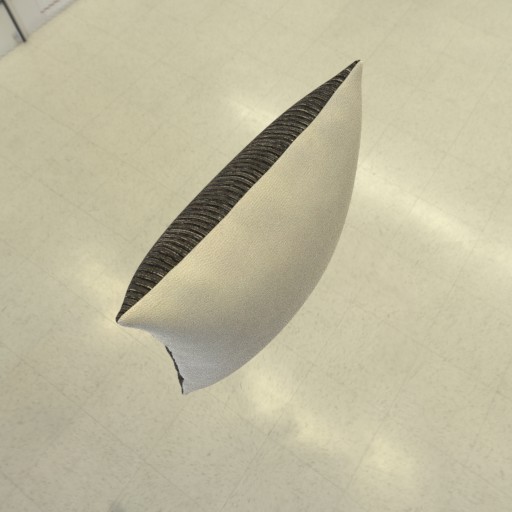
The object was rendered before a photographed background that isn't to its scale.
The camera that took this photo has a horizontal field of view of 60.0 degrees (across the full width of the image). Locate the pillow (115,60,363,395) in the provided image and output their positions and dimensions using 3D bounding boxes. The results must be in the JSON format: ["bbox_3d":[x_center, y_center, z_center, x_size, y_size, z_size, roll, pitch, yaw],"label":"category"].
[{"bbox_3d":[0.000,0.000,0.675,0.196,0.434,0.433,34,69,15],"label":"pillow"}]
